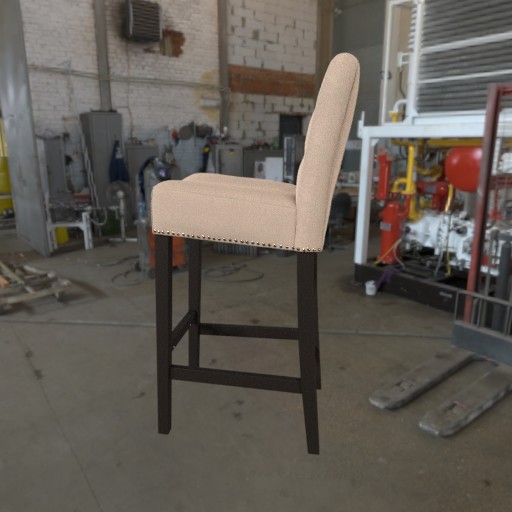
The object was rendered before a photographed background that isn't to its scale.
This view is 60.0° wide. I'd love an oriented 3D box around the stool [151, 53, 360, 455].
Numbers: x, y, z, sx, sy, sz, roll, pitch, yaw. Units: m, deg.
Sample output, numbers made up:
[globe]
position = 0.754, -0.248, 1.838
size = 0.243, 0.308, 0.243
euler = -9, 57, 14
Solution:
[stool]
position = 0.000, 0.000, 1.326
size = 0.548, 1.047, 0.411
euler = 2, 15, 8
